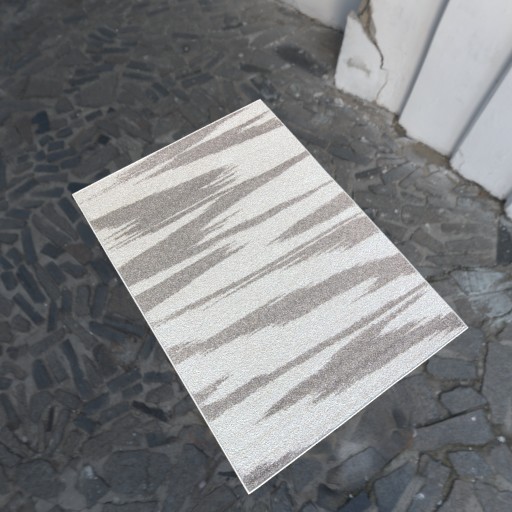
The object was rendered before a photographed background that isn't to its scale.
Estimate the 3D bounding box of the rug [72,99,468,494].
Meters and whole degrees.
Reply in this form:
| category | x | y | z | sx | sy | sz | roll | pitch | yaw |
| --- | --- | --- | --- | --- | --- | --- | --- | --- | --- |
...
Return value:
| category | x | y | z | sx | sy | sz | roll | pitch | yaw |
| --- | --- | --- | --- | --- | --- | --- | --- | --- | --- |
| rug | 0.000 | 0.000 | 2.767 | 1.533 | 0.010 | 2.142 | -31 | 68 | -14 |
